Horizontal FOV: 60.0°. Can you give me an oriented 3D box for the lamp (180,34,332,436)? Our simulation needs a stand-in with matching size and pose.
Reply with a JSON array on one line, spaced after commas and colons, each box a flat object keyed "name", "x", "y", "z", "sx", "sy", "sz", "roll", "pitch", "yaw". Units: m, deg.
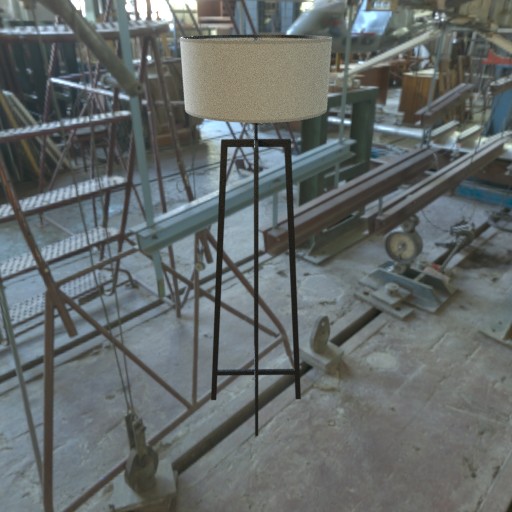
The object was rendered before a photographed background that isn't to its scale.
[{"name": "lamp", "x": 0.000, "y": 0.000, "z": 1.704, "sx": 0.457, "sy": 1.510, "sz": 0.456, "roll": 0, "pitch": 28, "yaw": -1}]
